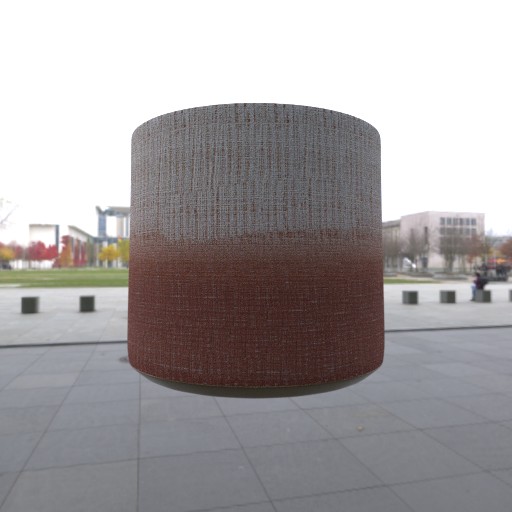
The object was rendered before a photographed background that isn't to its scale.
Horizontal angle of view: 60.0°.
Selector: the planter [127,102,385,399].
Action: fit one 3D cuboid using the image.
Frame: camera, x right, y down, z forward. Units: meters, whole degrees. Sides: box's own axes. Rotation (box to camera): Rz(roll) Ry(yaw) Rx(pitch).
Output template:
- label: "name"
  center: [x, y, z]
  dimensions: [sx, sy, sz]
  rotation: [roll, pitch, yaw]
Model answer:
- label: "planter"
  center: [0.000, 0.000, 0.397]
  dimensions: [0.221, 0.201, 0.221]
  rotation: [0, -1, 0]
